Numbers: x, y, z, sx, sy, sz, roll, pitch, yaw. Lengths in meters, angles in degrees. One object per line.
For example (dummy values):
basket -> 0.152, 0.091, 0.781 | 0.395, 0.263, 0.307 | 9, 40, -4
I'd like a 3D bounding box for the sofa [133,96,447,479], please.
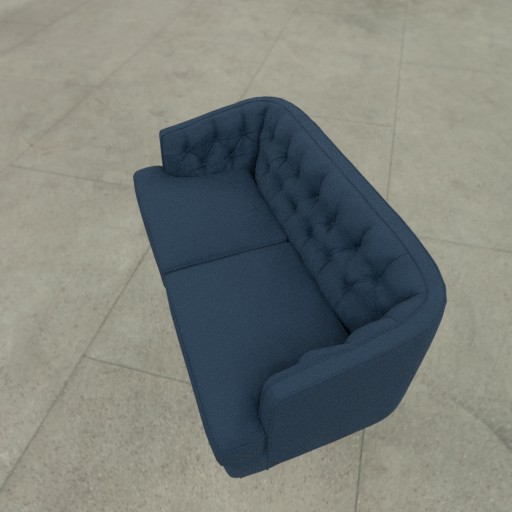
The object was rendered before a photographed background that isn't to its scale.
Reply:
sofa -> 0.000, 0.000, 2.164 | 0.941, 0.854, 1.733 | -15, 48, -14
